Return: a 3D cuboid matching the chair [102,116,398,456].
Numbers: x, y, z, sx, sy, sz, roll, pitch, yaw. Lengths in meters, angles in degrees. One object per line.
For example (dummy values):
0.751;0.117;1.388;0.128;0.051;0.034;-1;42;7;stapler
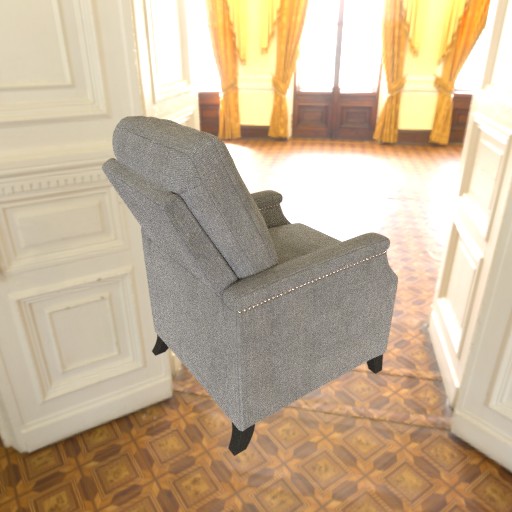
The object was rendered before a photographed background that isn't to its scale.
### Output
0.000;0.000;1.695;0.922;1.049;0.710;-17;31;-31;chair
